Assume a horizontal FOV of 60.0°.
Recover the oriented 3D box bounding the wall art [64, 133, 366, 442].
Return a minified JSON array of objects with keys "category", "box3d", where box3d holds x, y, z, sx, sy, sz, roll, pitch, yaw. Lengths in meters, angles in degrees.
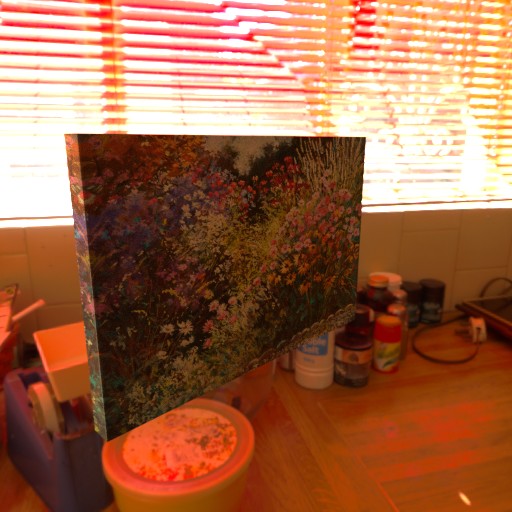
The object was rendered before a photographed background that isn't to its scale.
[{"category":"wall art","box3d":[0.000,0.000,0.775,0.610,0.406,0.037,-14,20,-43]}]
